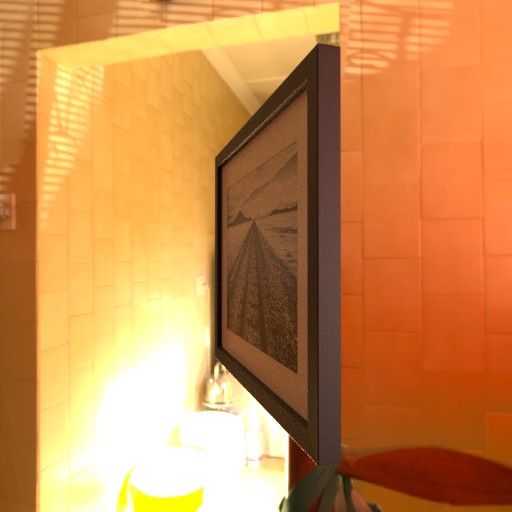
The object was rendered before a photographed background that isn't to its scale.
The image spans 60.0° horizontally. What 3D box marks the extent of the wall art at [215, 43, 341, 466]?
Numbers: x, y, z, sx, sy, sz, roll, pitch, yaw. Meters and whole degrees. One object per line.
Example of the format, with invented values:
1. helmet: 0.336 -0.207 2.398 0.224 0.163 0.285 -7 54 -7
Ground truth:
1. wall art: 0.000 0.000 0.750 0.029 0.458 0.559 0 -1 -17
